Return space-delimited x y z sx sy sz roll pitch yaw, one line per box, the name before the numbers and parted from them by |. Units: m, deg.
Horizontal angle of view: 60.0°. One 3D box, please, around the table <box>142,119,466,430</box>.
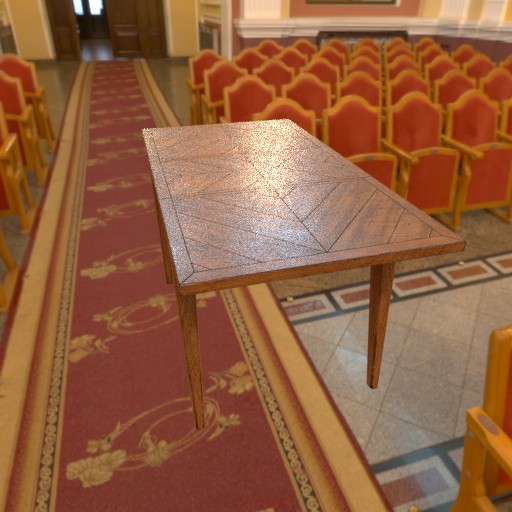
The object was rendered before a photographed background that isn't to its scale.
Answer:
table | 0.000 0.000 1.855 0.757 0.760 1.400 -8 31 -14
